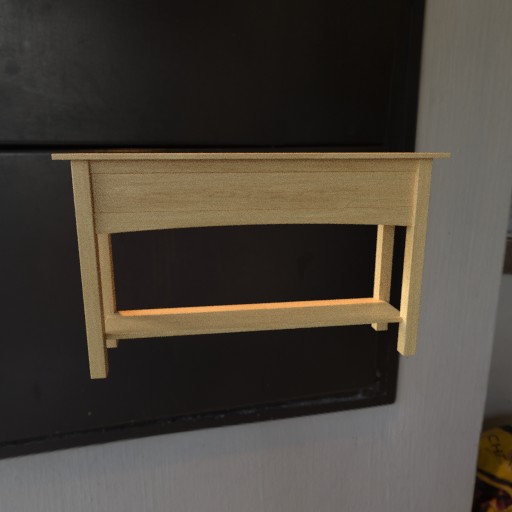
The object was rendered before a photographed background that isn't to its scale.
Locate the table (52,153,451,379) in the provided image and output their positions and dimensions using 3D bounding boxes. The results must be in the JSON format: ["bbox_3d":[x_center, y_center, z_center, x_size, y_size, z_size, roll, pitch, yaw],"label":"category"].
[{"bbox_3d":[0.000,0.000,1.614,1.240,0.730,0.350,-2,13,-9],"label":"table"}]
